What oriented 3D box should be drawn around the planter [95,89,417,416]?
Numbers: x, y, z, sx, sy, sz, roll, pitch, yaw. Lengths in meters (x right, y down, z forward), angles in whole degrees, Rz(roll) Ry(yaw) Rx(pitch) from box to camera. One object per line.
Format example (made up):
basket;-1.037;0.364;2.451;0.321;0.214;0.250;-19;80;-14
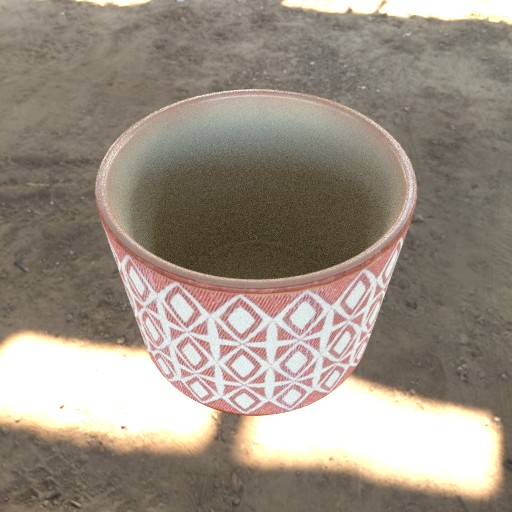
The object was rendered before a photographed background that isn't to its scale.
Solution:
planter;0.000;0.000;0.472;0.273;0.237;0.273;0;48;0
